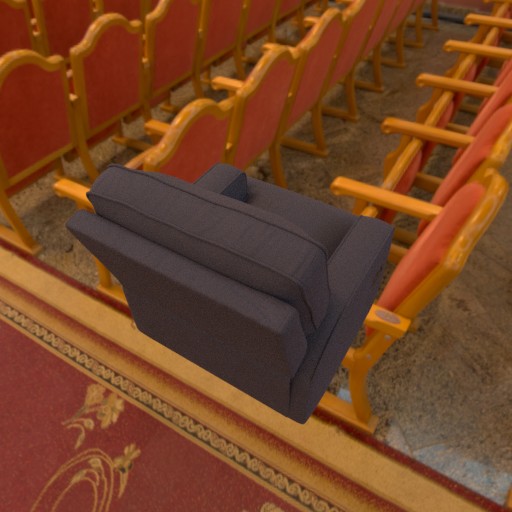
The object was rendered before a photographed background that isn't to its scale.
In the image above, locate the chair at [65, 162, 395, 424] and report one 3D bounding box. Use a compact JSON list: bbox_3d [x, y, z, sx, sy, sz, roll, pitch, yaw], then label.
[{"bbox_3d":[0.000,0.000,1.706,0.861,0.962,0.964,24,50,22],"label":"chair"}]
